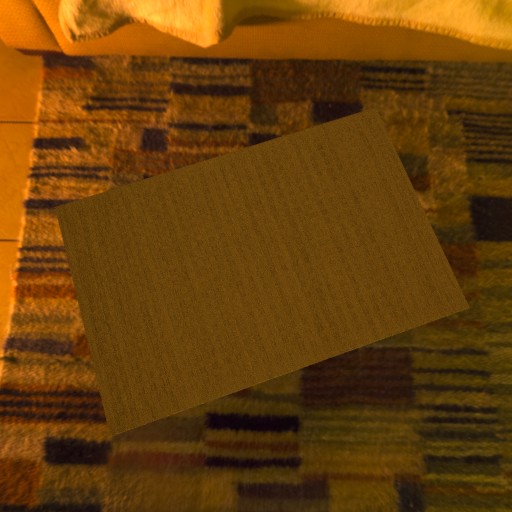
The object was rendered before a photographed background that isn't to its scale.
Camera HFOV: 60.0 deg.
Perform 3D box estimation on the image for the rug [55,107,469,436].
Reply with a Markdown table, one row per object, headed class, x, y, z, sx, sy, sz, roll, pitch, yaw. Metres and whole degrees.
| class | x | y | z | sx | sy | sz | roll | pitch | yaw |
| --- | --- | --- | --- | --- | --- | --- | --- | --- | --- |
| rug | 0.000 | 0.000 | 2.172 | 1.752 | 0.006 | 1.142 | -18 | 76 | -5 |
